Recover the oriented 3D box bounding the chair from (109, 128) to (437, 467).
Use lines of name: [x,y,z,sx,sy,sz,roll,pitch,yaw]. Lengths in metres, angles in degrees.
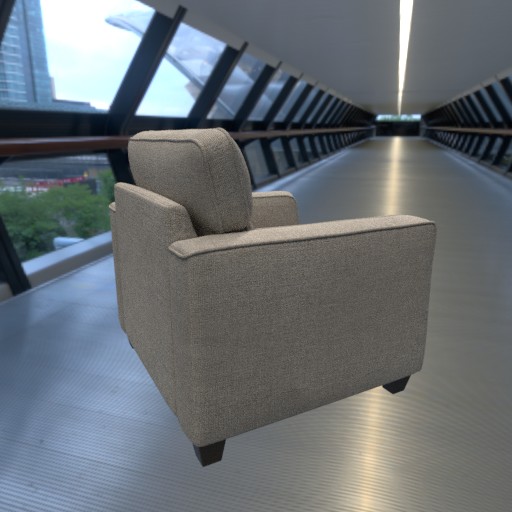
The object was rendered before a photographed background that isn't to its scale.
chair: [0.000,0.000,1.765,0.939,0.965,1.015,-8,17,-27]
